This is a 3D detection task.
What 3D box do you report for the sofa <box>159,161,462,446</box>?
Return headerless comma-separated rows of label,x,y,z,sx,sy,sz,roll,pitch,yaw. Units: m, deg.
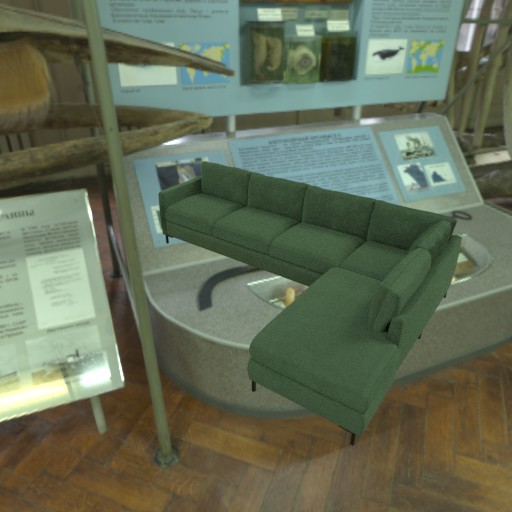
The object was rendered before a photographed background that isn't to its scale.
sofa,0.000,0.000,3.271,2.486,0.687,1.707,19,34,31
